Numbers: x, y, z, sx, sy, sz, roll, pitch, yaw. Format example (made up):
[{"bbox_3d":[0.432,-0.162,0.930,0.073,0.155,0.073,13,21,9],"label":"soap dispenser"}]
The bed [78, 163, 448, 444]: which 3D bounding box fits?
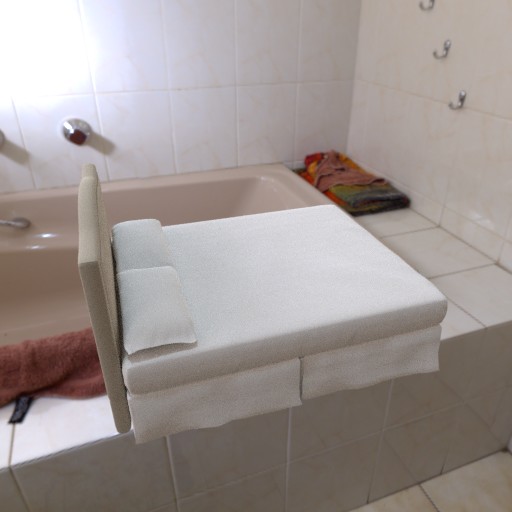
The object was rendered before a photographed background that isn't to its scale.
[{"bbox_3d":[0.000,0.000,3.611,2.477,1.437,1.977,-9,31,-16],"label":"bed"}]
